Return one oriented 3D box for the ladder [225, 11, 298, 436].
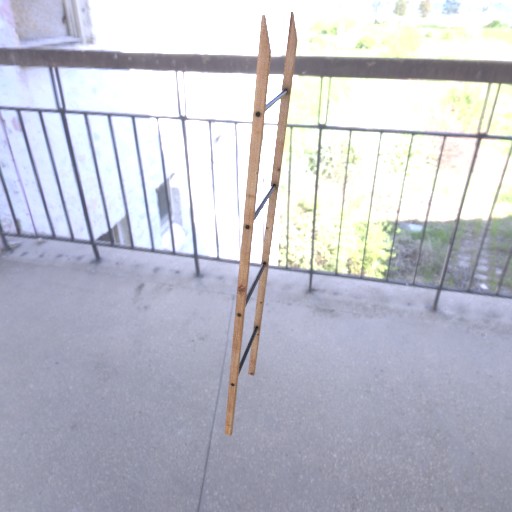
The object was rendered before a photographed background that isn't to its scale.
[{"bbox_3d":[0.000,0.000,1.875,0.200,1.805,0.442,8,31,13],"label":"ladder"}]
